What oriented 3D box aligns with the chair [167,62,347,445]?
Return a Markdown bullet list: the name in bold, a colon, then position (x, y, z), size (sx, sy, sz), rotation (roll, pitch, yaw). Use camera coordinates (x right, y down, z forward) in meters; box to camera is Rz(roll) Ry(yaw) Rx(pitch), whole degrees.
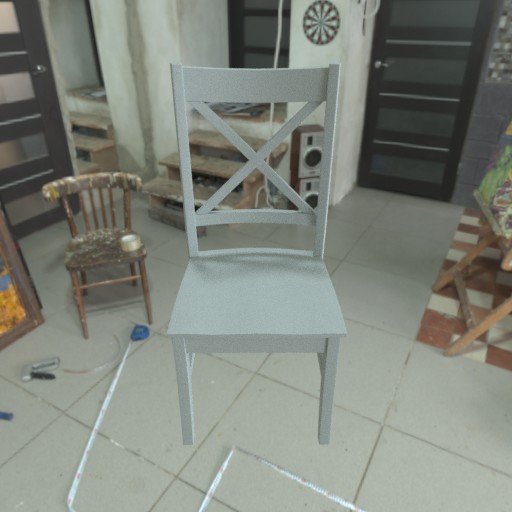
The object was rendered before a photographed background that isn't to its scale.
- **chair**: position (0.000, 0.000, 1.287), size (0.485, 0.983, 0.542), rotation (0, 30, 0)
